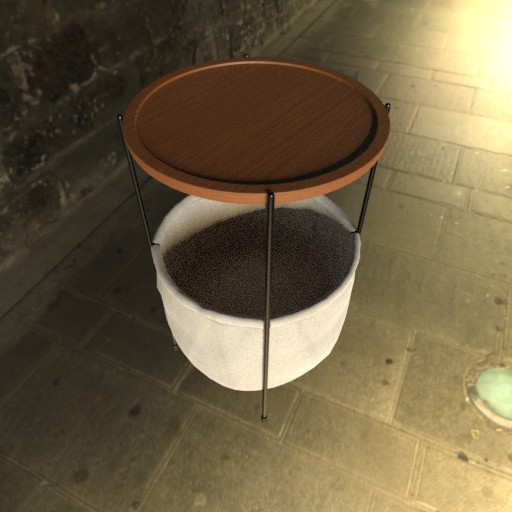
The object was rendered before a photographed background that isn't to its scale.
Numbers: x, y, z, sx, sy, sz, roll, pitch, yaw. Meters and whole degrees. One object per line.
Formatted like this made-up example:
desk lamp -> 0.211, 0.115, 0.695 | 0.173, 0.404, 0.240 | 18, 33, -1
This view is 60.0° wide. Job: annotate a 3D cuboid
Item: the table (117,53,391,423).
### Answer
table -> 0.000, 0.000, 0.875 | 0.393, 0.623, 0.393 | 31, 54, 26
